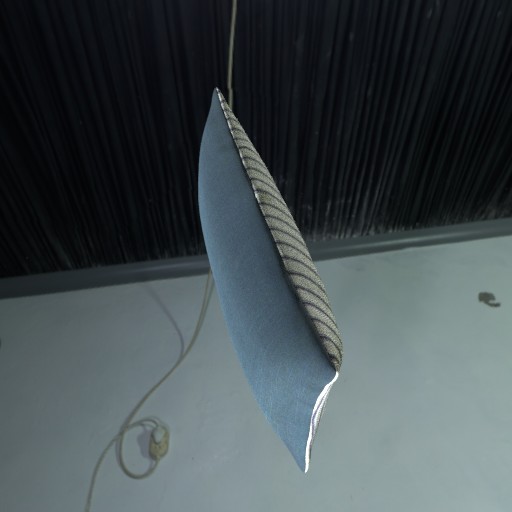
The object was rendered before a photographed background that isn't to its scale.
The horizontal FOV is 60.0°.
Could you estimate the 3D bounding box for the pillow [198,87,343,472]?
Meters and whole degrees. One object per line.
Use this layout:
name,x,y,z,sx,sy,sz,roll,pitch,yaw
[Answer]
pillow,0.000,0.000,0.742,0.151,0.305,0.609,-11,47,-10
